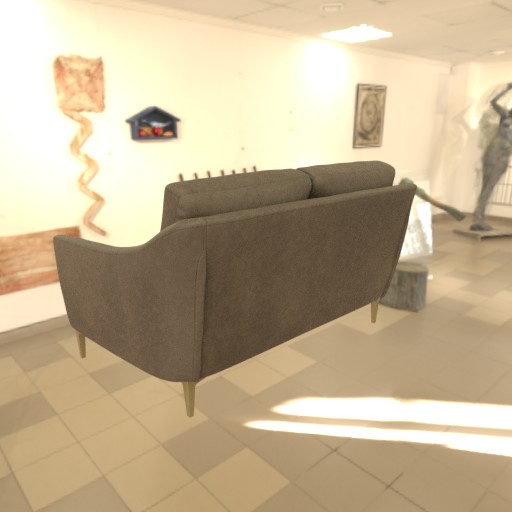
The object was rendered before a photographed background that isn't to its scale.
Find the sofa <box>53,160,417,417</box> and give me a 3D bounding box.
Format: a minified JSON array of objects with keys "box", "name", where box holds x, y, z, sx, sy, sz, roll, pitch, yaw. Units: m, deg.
[{"box":[0.000,0.000,2.203,1.619,0.902,0.960,-14,22,-40],"name":"sofa"}]
